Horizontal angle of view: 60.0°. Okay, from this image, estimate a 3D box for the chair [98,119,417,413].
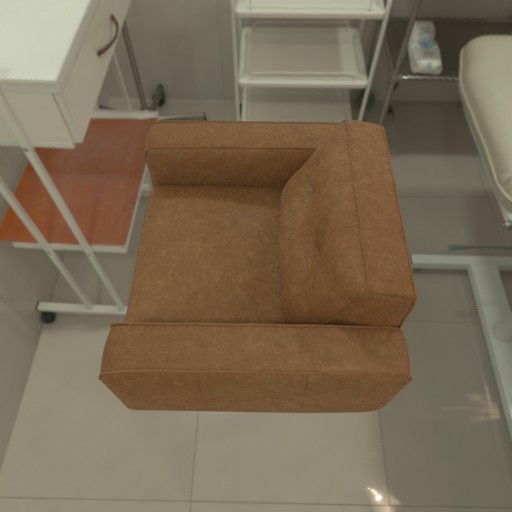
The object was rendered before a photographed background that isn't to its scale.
[{"bbox_3d":[0.000,0.000,1.728,0.952,0.782,1.118,1,58,1],"label":"chair"}]
